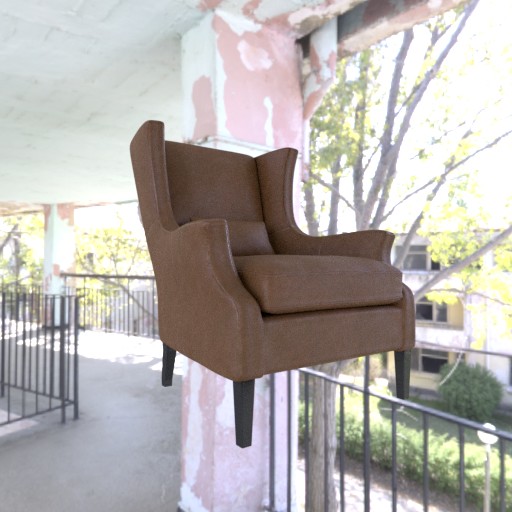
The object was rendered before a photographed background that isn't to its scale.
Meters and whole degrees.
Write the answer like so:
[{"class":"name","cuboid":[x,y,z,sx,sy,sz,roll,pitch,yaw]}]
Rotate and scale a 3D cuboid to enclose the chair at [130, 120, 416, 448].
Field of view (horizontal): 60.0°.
[{"class":"chair","cuboid":[0.000,0.000,1.714,0.852,1.016,0.925,1,-1,-36]}]
